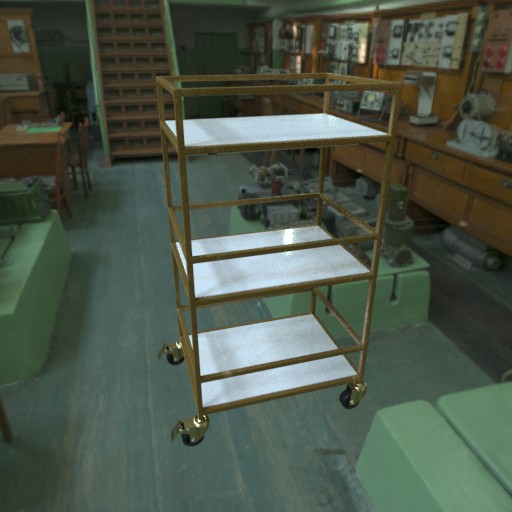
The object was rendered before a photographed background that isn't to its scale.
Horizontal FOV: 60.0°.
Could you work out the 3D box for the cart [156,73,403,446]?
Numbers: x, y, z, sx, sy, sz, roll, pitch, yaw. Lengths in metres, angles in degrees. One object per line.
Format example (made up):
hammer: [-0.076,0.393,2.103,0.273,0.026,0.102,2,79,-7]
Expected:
cart: [0.000,0.000,1.026,0.483,0.761,0.332,-7,27,-15]
